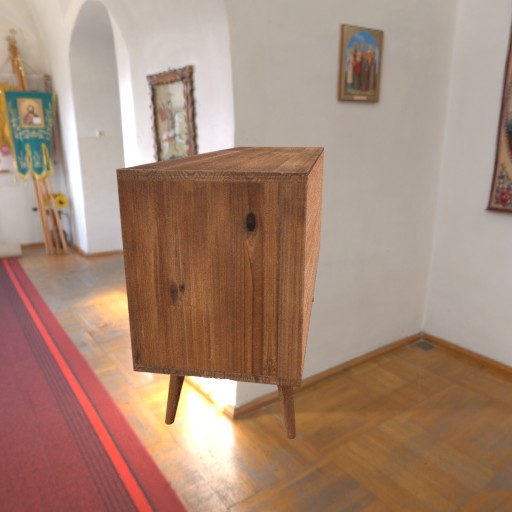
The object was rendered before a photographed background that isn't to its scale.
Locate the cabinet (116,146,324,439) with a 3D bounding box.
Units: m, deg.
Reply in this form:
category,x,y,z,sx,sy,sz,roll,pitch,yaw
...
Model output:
category,x,y,z,sx,sy,sz,roll,pitch,yaw
cabinet,0.000,0.000,1.783,0.472,0.800,1.400,3,16,9
